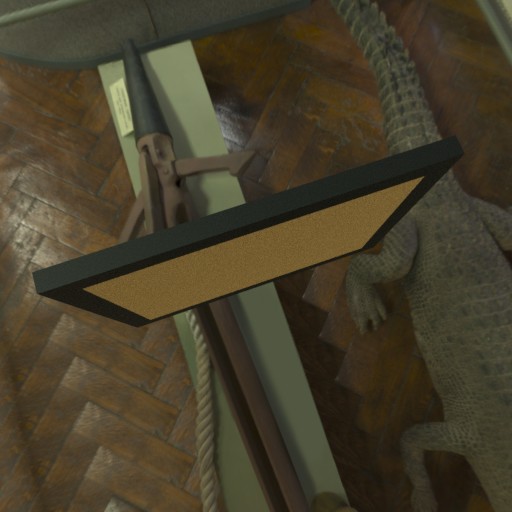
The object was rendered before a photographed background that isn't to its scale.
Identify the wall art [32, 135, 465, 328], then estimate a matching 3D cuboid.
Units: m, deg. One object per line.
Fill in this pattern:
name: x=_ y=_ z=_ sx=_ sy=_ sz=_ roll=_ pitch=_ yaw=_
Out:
wall art: x=0.000 y=0.000 z=0.775 sx=0.561 sy=0.460 sz=0.028 roll=-18 pitch=77 yaw=-5
